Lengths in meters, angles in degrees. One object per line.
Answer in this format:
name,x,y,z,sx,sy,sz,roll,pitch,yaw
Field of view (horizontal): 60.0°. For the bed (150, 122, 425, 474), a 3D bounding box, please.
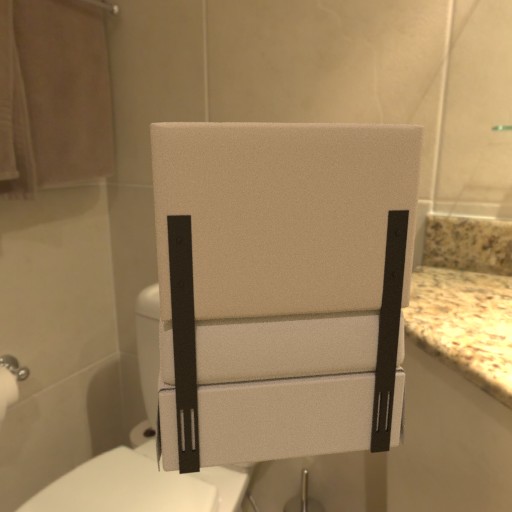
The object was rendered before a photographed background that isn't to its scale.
bed,0.000,0.000,2.895,1.261,1.571,1.997,-2,14,-9
